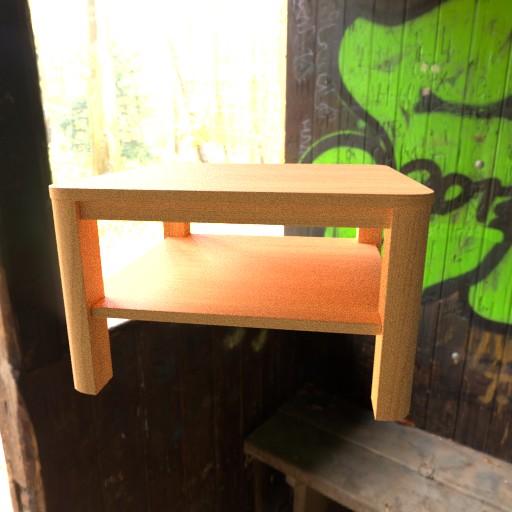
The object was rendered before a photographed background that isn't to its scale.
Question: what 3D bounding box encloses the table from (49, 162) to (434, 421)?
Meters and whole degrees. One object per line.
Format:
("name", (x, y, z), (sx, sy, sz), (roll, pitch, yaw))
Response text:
("table", (0.000, 0.000, 1.218), (0.750, 0.450, 0.750), (2, 16, 8))
